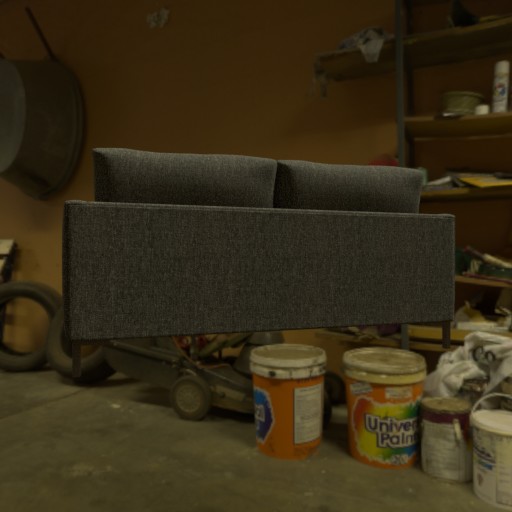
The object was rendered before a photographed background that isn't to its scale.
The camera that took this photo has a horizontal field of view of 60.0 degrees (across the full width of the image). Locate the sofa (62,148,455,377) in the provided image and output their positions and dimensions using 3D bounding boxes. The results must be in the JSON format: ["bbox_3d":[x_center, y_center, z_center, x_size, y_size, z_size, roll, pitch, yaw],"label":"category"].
[{"bbox_3d":[0.000,0.000,2.212,1.716,0.862,0.866,0,0,-18],"label":"sofa"}]
